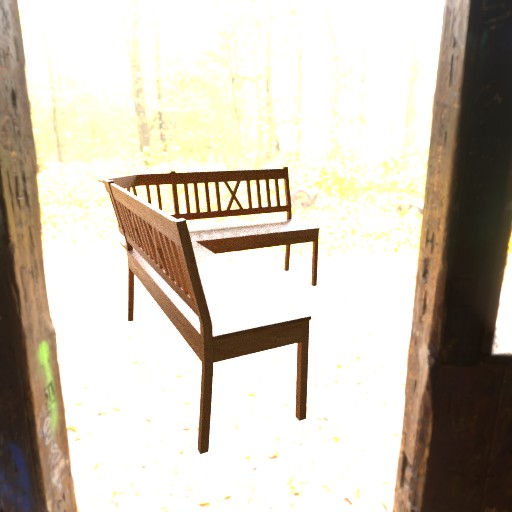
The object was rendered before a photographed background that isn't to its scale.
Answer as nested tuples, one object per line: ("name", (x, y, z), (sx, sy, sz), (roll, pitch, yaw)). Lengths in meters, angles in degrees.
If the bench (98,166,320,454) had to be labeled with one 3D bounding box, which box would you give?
("bench", (0.000, 0.000, 2.699), (1.537, 0.902, 1.937), (-8, 17, -25))
